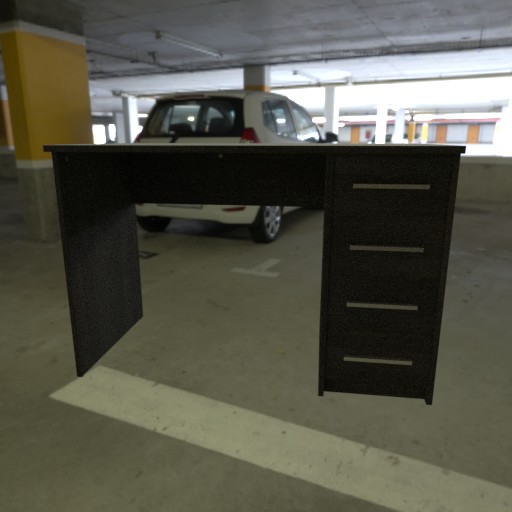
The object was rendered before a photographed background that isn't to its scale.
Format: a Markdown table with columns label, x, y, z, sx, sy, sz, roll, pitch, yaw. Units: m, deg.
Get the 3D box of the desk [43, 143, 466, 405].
| label | x | y | z | sx | sy | sz | roll | pitch | yaw |
| --- | --- | --- | --- | --- | --- | --- | --- | --- | --- |
| desk | 0.000 | 0.000 | 1.492 | 1.096 | 0.730 | 0.560 | 2 | 15 | 8 |
